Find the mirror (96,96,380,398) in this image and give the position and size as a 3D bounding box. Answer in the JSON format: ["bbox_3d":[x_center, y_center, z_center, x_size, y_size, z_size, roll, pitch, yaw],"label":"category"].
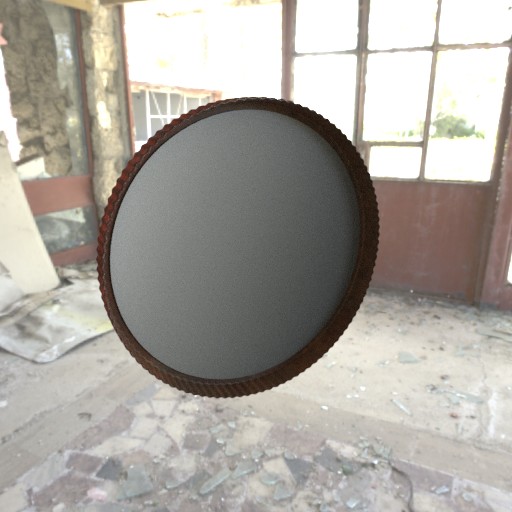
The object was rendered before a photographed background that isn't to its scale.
[{"bbox_3d":[0.000,0.000,0.899,0.609,0.609,0.056,-9,19,-26],"label":"mirror"}]
